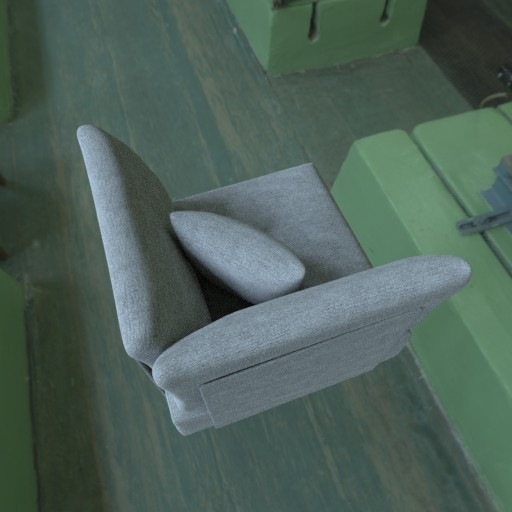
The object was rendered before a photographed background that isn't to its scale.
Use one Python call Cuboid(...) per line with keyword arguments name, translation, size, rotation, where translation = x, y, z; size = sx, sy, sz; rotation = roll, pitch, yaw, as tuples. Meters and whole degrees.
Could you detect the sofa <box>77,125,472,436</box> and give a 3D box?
Cuboid(name="sofa", translation=(0.000, 0.000, 1.735), size=(1.000, 0.820, 1.000), rotation=(-17, 60, -10))
